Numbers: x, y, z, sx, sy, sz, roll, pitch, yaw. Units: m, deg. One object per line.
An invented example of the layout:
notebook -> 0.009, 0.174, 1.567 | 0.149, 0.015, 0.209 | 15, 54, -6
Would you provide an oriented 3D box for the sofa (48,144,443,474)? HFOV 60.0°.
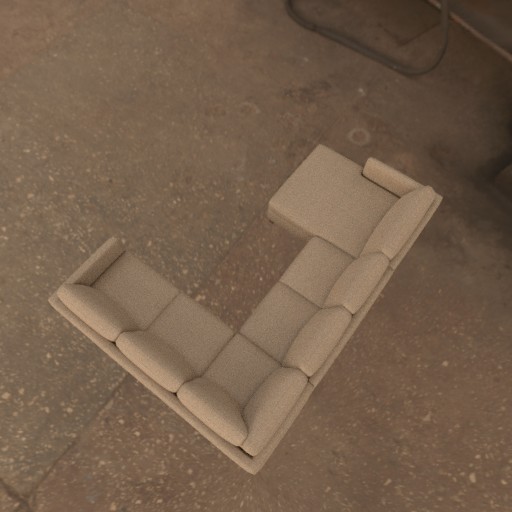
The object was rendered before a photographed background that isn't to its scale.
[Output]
sofa -> 0.000, 0.000, 4.731 | 2.551, 0.889, 3.403 | 34, 69, 15
